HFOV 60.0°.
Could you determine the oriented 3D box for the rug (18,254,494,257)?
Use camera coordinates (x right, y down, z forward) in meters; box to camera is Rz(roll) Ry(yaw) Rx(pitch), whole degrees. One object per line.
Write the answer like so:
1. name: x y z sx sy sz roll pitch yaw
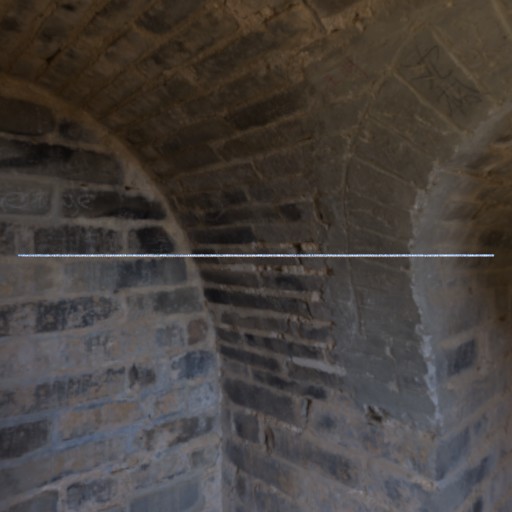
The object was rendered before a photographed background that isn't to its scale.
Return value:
1. rug: 0.000 0.000 2.204 1.752 0.006 1.142 0 0 0
